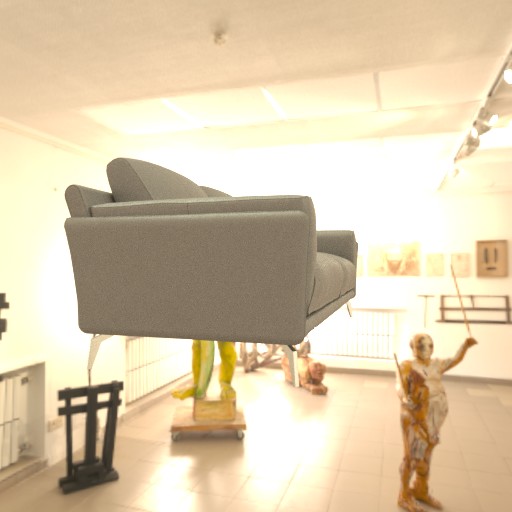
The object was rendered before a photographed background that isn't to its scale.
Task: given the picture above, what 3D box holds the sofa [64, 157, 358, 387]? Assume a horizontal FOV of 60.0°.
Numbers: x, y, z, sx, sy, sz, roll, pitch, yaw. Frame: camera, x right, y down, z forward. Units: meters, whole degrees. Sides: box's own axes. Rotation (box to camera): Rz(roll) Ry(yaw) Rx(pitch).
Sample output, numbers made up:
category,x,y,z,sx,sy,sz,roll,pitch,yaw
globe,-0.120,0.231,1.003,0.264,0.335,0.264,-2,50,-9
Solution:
category,x,y,z,sx,sy,sz,roll,pitch,yaw
sofa,0.000,0.000,2.627,1.049,0.930,2.101,0,-1,17
